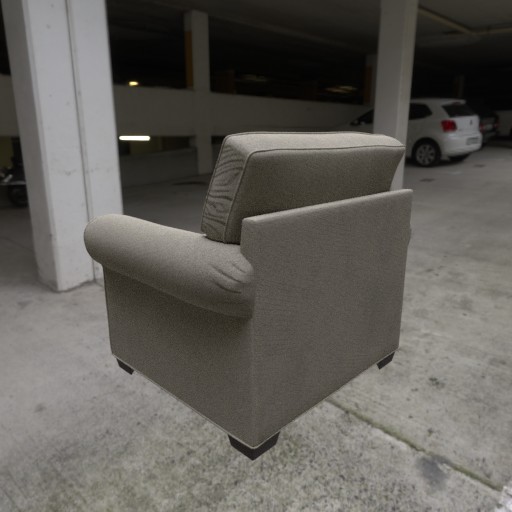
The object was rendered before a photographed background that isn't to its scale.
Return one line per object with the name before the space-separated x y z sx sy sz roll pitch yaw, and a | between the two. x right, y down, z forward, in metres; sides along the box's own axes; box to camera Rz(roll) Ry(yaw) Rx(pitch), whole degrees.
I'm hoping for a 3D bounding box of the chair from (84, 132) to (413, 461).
chair | 0.000 0.000 1.935 0.939 1.044 1.147 15 21 42
